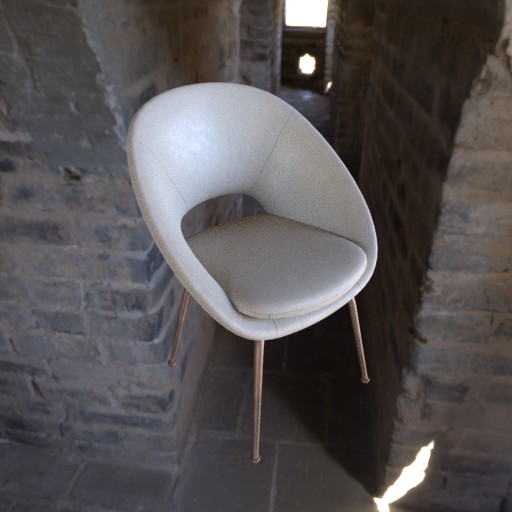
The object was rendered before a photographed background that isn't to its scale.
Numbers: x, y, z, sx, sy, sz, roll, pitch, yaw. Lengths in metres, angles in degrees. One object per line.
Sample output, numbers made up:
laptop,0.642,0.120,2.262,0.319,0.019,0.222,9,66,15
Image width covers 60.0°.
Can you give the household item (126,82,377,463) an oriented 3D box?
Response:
household item,0.000,0.000,1.254,0.623,0.852,0.573,-22,37,-32
